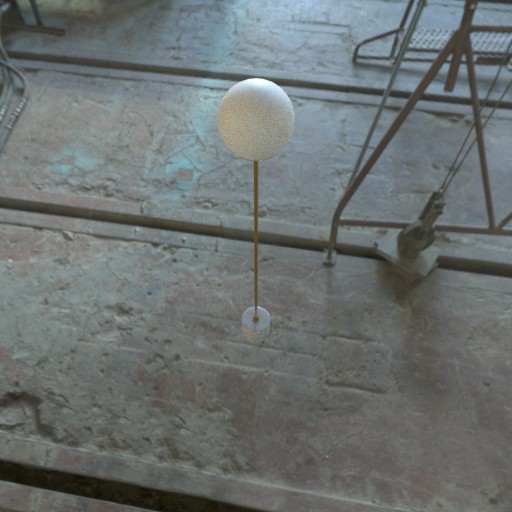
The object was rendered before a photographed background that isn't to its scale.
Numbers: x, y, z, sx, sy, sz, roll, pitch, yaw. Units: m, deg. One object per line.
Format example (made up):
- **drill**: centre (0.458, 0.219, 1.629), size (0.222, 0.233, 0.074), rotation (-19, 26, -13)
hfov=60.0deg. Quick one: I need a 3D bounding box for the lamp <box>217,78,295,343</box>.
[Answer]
- **lamp**: centre (0.000, 0.000, 1.939), size (0.224, 1.753, 0.224), rotation (-32, 64, -18)
